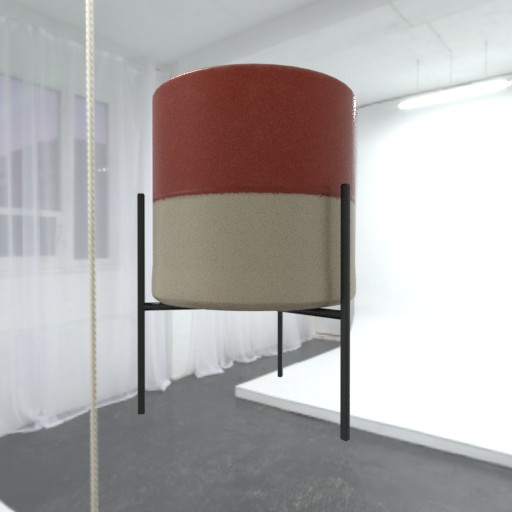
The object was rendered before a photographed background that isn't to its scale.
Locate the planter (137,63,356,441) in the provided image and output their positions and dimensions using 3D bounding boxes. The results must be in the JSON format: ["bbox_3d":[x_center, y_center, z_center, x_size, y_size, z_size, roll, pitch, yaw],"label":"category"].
[{"bbox_3d":[0.000,0.000,0.528,0.235,0.354,0.251,0,0,18],"label":"planter"}]
